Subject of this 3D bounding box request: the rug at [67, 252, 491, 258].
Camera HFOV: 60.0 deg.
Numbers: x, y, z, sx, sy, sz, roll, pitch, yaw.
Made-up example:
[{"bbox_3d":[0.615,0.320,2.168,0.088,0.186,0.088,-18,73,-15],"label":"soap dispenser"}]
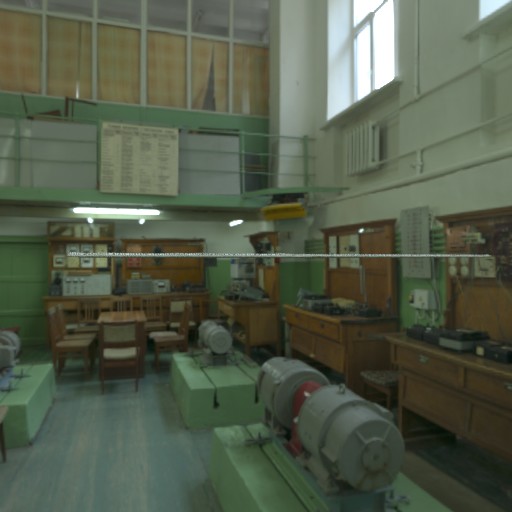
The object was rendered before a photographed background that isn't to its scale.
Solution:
[{"bbox_3d":[0.000,0.000,4.101,3.052,0.030,2.429,0,0,-19],"label":"rug"}]
